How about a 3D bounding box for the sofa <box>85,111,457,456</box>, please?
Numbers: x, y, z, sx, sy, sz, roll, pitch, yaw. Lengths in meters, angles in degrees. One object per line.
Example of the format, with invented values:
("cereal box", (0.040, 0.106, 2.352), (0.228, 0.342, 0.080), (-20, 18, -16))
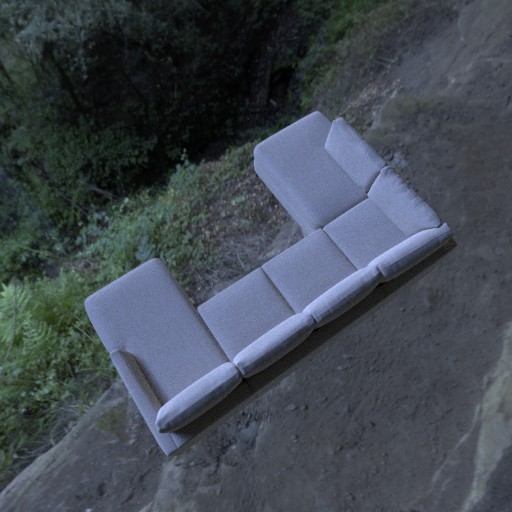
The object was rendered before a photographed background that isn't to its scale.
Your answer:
("sofa", (0.000, 0.000, 3.990), (2.984, 0.862, 1.989), (-33, 70, -13))
